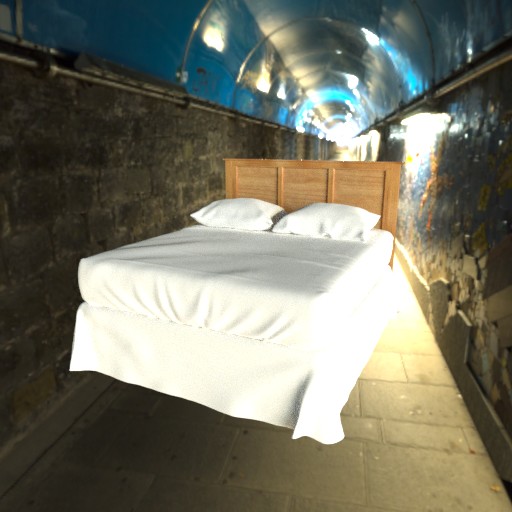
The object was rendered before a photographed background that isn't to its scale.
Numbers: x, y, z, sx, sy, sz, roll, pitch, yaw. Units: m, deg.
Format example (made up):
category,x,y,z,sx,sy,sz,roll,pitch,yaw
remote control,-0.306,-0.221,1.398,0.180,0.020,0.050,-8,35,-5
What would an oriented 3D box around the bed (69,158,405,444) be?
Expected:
category,x,y,z,sx,sy,sz,roll,pitch,yaw
bed,0.000,0.000,3.176,1.870,1.273,2.035,7,16,26
